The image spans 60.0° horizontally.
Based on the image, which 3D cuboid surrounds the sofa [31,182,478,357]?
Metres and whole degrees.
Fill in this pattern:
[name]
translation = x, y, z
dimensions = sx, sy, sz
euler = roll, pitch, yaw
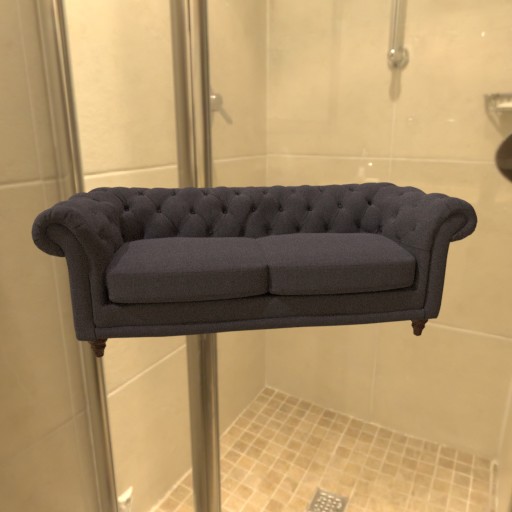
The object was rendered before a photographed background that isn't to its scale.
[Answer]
[sofa]
translation = 0.000, 0.000, 2.810
dimensions = 2.335, 0.836, 1.046
euler = -2, 16, -8
